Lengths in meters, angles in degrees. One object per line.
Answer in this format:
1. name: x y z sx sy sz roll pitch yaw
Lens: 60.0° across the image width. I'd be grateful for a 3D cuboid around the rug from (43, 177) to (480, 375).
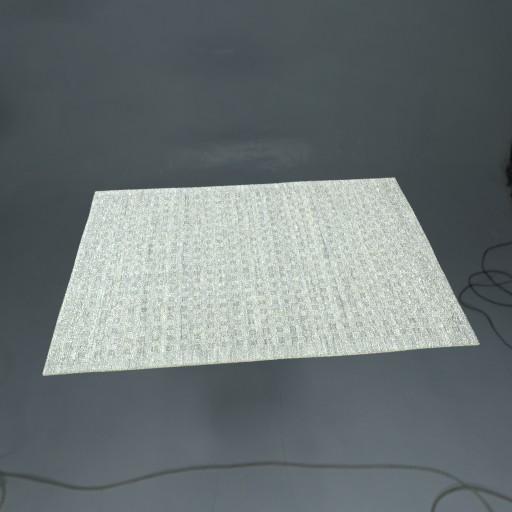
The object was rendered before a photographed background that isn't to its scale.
1. rug: 0.000 0.000 2.846 2.297 0.018 1.532 -3 45 -3
